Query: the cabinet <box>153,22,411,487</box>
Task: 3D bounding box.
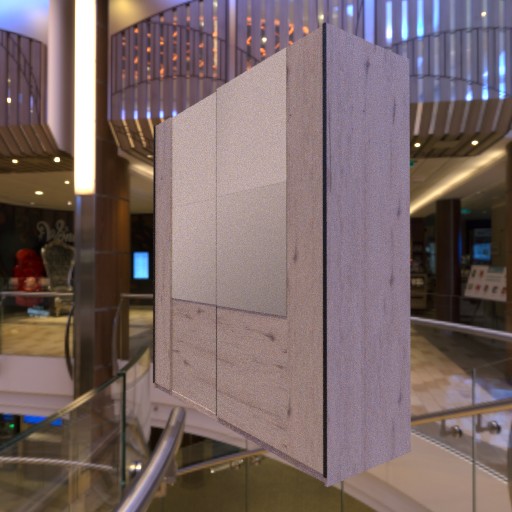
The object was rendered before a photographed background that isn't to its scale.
[{"bbox_3d":[0.000,0.000,3.076,0.660,2.180,2.000,0,-1,-36],"label":"cabinet"}]
